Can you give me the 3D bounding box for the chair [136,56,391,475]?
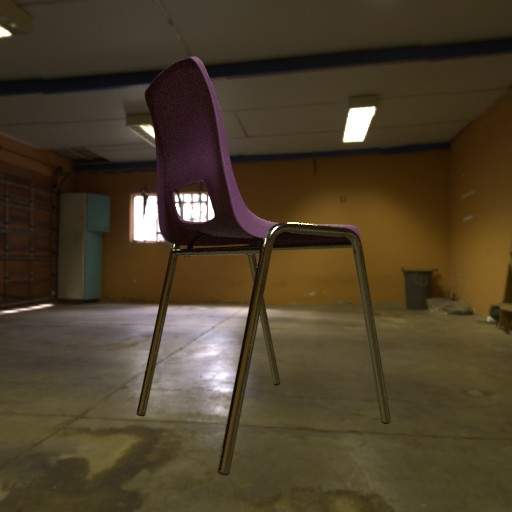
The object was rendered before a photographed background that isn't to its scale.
[{"bbox_3d":[0.000,0.000,0.958,0.432,0.704,0.381,1,-1,-37],"label":"chair"}]
